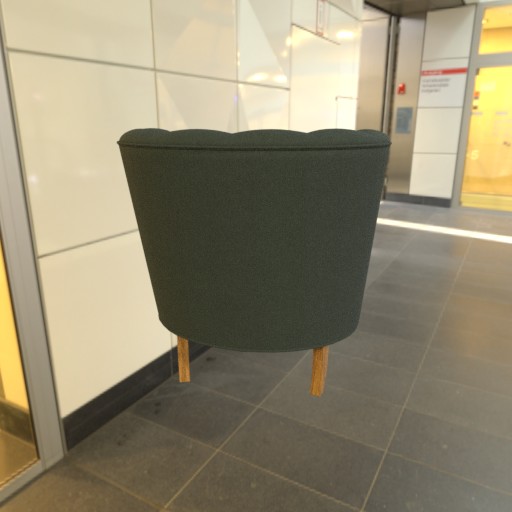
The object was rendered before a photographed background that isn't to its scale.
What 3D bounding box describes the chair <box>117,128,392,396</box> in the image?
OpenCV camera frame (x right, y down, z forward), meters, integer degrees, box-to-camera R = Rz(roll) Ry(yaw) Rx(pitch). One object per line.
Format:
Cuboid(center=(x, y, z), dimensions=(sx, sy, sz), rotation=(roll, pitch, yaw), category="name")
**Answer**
Cuboid(center=(0.000, 0.000, 1.383), dimensions=(0.740, 0.771, 0.718), rotation=(3, 17, 10), category="chair")
